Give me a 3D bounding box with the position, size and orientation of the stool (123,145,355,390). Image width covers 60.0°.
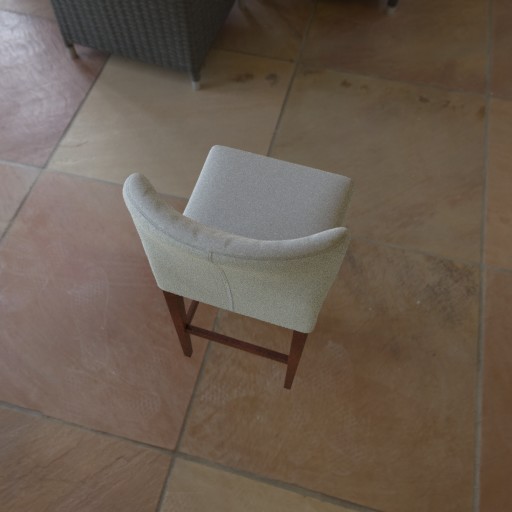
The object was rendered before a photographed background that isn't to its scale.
[{"bbox_3d":[0.000,0.000,1.388,0.479,1.069,0.568,16,64,8],"label":"stool"}]
